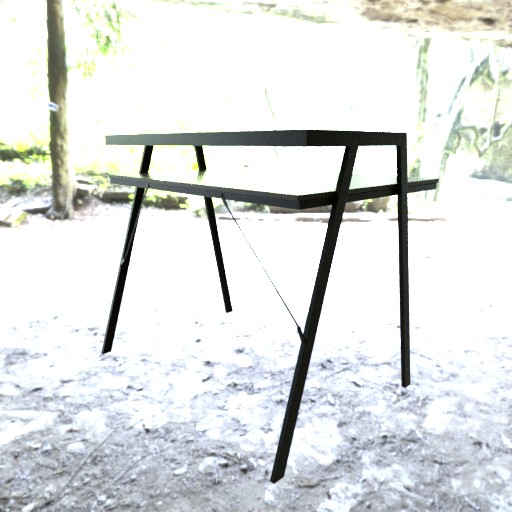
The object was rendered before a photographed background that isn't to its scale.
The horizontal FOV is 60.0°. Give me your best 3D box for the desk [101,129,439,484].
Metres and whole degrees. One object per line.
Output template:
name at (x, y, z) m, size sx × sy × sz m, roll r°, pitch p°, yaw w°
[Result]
desk at (0.000, 0.000, 1.882) m, size 0.936 × 0.998 × 1.143 m, roll -13°, pitch 19°, yaw -42°
